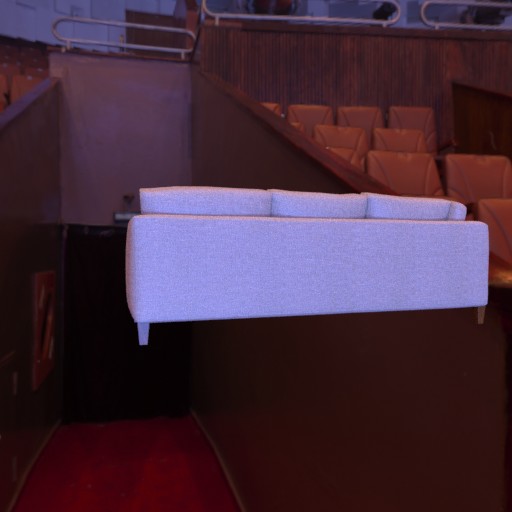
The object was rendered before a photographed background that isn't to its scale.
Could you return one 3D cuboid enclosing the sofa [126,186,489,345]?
[{"bbox_3d":[0.000,0.000,4.534,2.594,0.961,3.460,0,1,-17],"label":"sofa"}]
